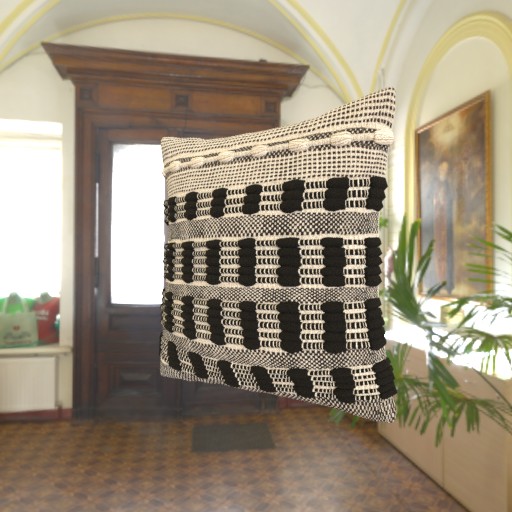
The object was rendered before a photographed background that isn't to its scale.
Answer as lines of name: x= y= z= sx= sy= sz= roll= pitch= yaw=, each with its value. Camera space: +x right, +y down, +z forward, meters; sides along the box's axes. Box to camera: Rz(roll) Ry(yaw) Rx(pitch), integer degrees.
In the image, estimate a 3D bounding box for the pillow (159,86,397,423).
pillow: x=0.000 y=0.000 z=0.690 sx=0.436 sy=0.438 sz=0.156 roll=0 pitch=-1 yaw=35
